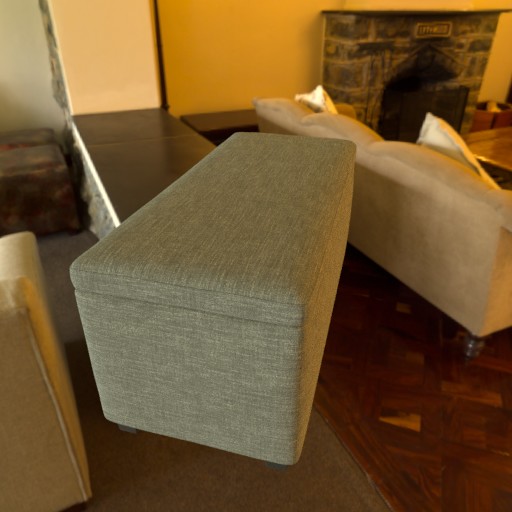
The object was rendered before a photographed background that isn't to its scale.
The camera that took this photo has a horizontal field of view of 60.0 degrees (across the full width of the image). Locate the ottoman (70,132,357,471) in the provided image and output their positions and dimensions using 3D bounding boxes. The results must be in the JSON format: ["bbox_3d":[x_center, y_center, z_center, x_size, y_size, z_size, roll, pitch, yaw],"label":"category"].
[{"bbox_3d":[0.000,0.000,1.132,0.419,0.432,0.902,8,31,14],"label":"ottoman"}]
